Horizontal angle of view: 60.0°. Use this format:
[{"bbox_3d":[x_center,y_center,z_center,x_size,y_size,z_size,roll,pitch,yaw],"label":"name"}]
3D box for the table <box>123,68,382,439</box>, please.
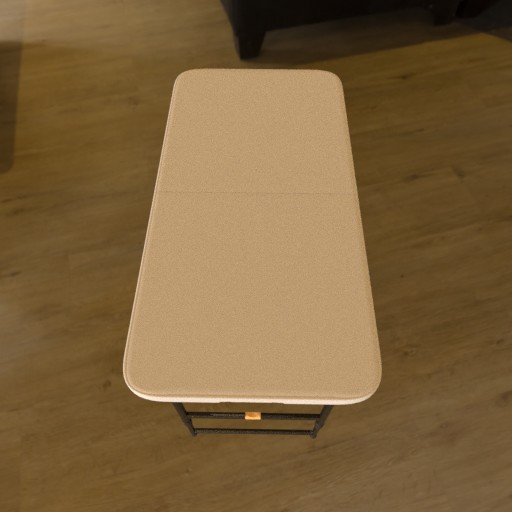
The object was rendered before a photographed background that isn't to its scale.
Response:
[{"bbox_3d":[0.000,0.000,1.643,0.611,0.737,1.245,1,57,1],"label":"table"}]
